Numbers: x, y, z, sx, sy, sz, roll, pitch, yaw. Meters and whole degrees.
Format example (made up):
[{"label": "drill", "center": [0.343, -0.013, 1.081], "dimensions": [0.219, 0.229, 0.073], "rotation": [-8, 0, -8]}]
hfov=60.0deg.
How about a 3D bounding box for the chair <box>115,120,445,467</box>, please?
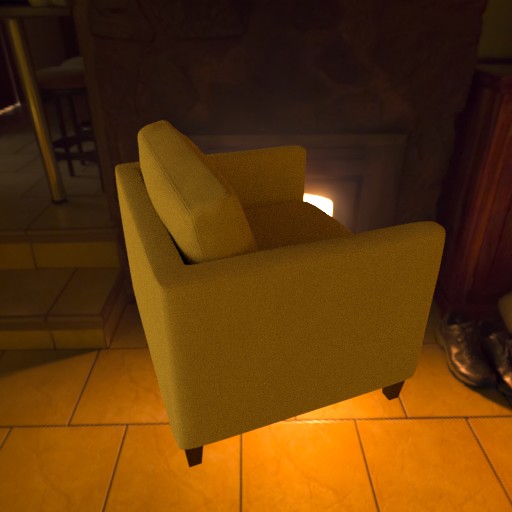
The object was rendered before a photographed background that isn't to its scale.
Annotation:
[{"label": "chair", "center": [0.000, 0.000, 1.817], "dimensions": [0.959, 0.961, 1.107], "rotation": [-11, 31, -18]}]
